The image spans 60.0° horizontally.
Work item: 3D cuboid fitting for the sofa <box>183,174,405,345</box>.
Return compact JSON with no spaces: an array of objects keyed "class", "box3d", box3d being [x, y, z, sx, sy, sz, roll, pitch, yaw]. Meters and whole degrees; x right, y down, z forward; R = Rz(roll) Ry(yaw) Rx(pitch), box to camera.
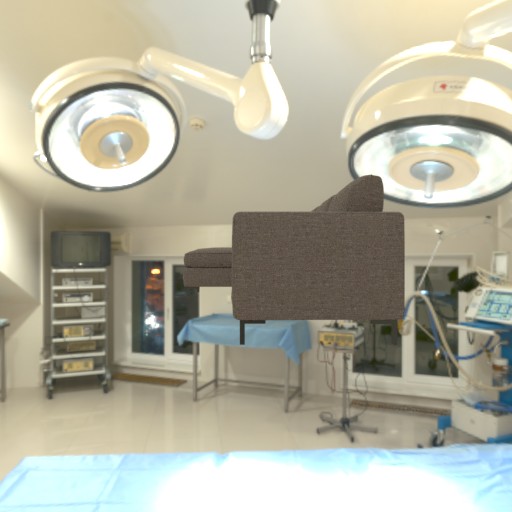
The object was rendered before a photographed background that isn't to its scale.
[{"class":"sofa","box3d":[0.000,0.000,3.219,1.258,0.754,2.731,0,0,-1]}]
